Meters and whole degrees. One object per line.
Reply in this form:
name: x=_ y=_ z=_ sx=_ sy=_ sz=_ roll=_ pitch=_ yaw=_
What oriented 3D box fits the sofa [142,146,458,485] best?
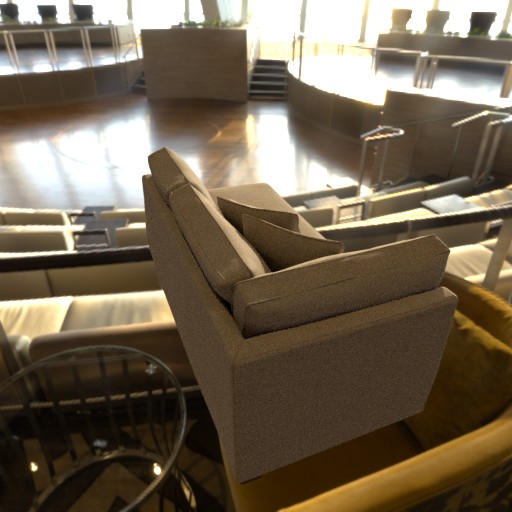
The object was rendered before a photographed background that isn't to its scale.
sofa: x=0.000 y=0.000 z=2.803 sx=1.110 sy=1.019 sz=2.238 roll=-12 pitch=34 yaw=-18
